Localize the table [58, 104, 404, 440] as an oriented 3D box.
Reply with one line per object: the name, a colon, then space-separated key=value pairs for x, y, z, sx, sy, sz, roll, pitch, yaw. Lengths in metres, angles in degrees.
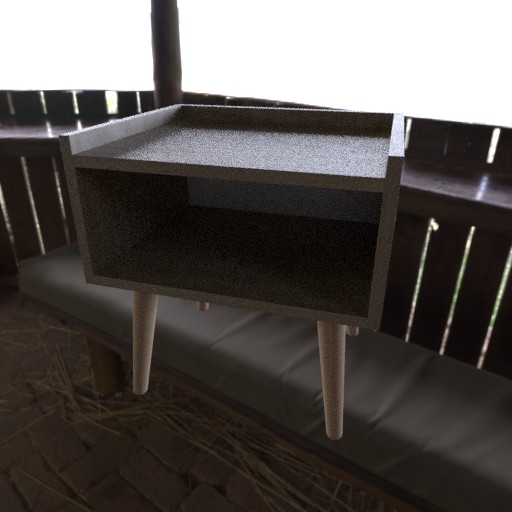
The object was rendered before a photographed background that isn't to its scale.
table: x=0.000 y=0.000 z=0.804 sx=0.450 sy=0.470 sz=0.370 roll=7 pitch=26 yaw=15
